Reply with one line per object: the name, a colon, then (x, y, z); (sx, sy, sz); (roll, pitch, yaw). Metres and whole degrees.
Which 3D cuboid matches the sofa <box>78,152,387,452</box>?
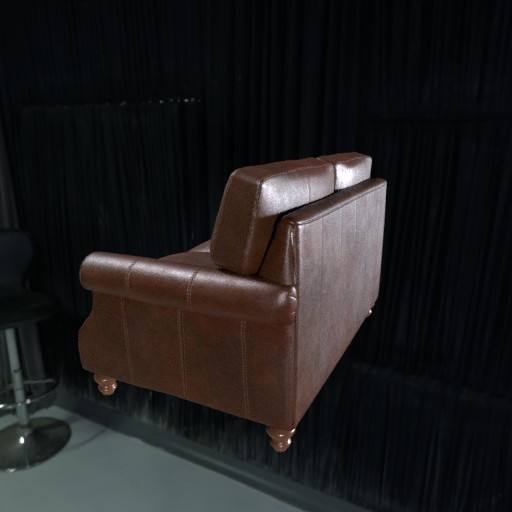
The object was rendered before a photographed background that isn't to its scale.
sofa: (0.000, 0.000, 2.200); (0.990, 0.976, 1.616); (7, 17, 25)
